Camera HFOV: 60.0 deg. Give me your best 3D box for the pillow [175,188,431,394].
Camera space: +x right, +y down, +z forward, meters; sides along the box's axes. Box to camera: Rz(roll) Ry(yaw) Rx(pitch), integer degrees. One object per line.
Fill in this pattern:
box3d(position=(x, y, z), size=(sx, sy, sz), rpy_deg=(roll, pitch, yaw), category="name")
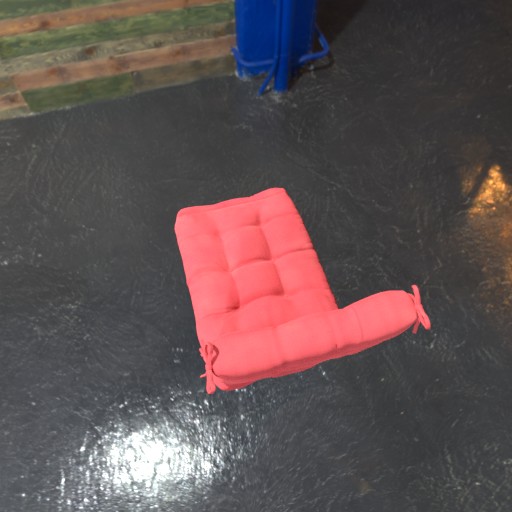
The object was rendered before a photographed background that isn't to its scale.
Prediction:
box3d(position=(0.000, 0.000, 1.512), size=(0.526, 0.863, 1.016), rpy_deg=(-14, 60, -8), category="pillow")
